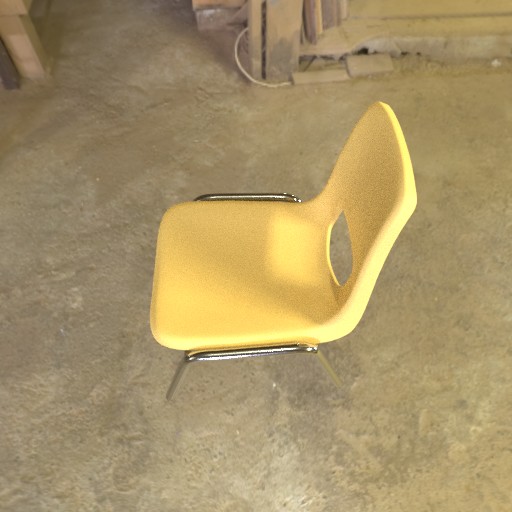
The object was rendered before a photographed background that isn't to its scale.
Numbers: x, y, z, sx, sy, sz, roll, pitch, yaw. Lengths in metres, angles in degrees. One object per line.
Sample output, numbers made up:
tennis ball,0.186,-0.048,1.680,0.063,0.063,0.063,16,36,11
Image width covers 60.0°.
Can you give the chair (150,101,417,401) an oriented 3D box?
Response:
chair,0.000,0.000,0.789,0.385,0.536,0.354,-2,57,-1
